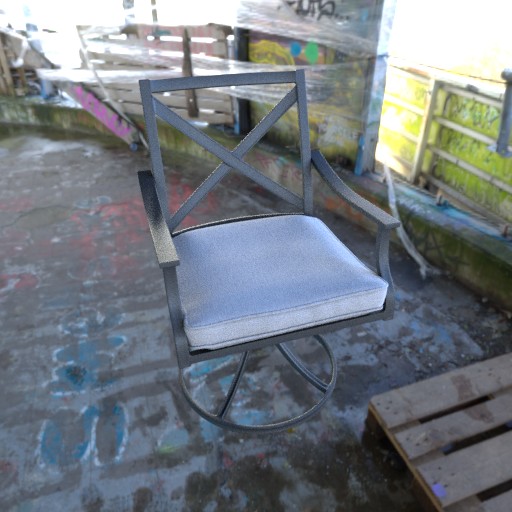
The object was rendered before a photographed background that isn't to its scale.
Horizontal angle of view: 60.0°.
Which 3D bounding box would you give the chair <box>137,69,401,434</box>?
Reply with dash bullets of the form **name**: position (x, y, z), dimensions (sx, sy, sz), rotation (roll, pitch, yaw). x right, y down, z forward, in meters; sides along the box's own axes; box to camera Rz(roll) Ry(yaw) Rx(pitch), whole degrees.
- **chair**: position (0.000, 0.000, 1.283), dimensions (0.575, 0.889, 0.620), rotation (-10, 34, -15)
